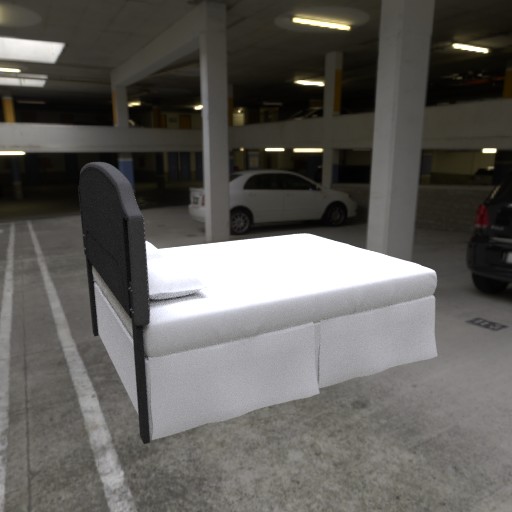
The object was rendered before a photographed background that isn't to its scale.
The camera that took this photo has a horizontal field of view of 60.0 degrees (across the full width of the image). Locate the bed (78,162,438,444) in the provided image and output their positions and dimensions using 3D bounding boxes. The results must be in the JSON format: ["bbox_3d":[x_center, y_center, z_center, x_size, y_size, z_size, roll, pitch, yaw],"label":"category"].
[{"bbox_3d":[0.000,0.000,3.000,1.999,1.270,1.558,-7,16,-28],"label":"bed"}]
